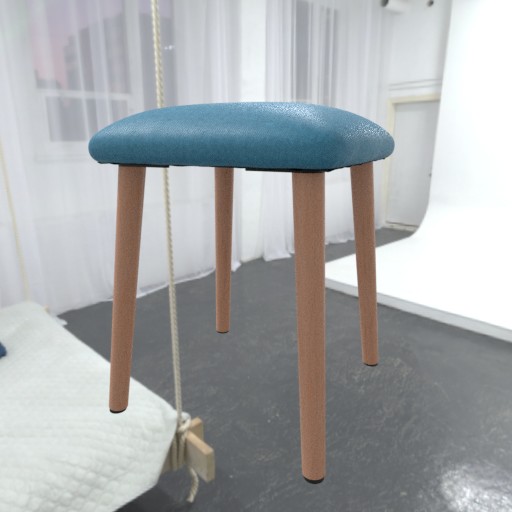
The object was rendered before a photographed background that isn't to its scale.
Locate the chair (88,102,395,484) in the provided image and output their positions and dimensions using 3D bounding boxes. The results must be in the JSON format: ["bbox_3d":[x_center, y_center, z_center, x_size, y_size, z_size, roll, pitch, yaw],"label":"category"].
[{"bbox_3d":[0.000,0.000,0.695,0.360,0.450,0.360,7,17,25],"label":"chair"}]
